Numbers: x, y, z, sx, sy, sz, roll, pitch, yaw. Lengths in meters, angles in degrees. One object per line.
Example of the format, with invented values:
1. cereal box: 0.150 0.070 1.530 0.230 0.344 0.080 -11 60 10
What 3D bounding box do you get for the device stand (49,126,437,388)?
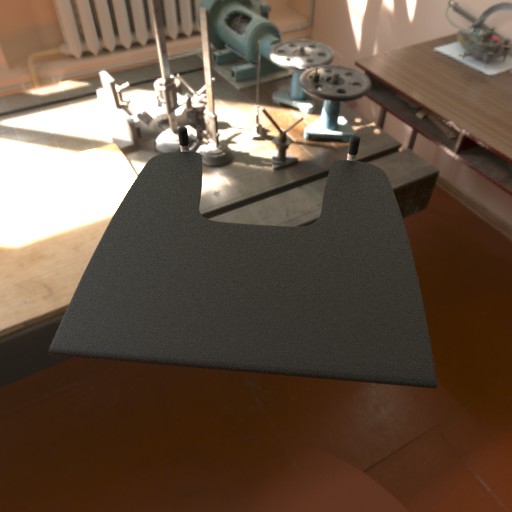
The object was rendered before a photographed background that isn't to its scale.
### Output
1. device stand: 0.000 0.000 0.354 0.230 0.092 0.230 4 46 4
